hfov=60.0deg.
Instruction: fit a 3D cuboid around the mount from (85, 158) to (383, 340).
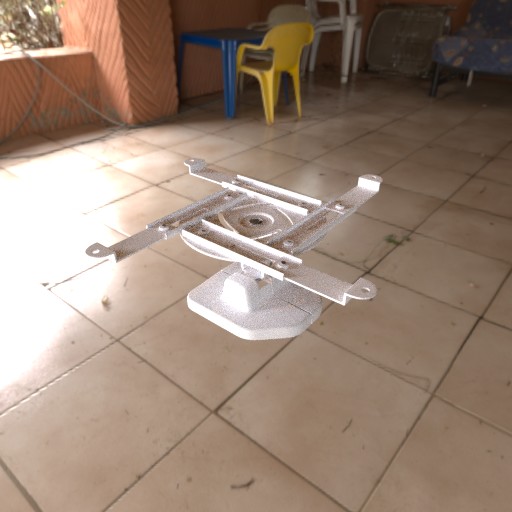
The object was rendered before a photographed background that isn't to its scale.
[{"bbox_3d":[0.000,0.000,0.597,0.394,0.141,0.394,23,39,32],"label":"mount"}]
